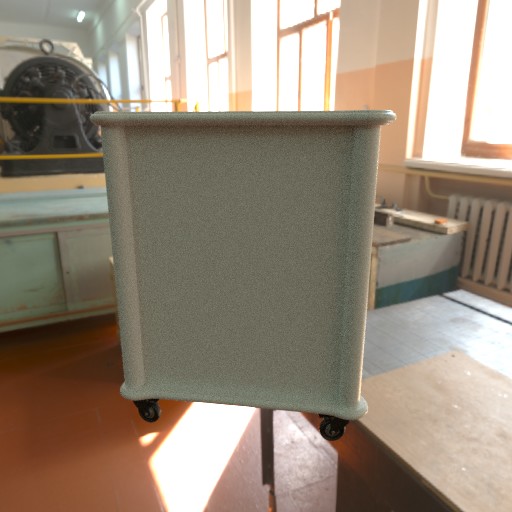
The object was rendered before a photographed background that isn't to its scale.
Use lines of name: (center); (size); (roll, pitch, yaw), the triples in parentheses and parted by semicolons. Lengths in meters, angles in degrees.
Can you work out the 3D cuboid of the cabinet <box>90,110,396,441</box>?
cabinet: (0.000, 0.000, 1.253); (0.627, 0.761, 0.628); (2, 16, 8)
